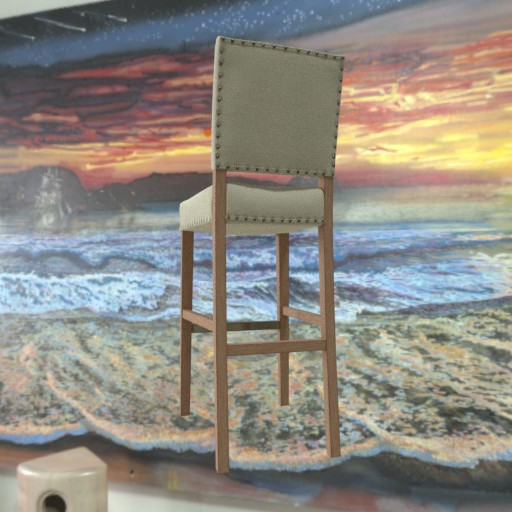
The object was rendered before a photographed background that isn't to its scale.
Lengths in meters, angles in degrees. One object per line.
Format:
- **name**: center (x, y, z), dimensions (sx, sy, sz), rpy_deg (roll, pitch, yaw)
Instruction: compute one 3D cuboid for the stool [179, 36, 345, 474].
- **stool**: center (0.000, 0.000, 1.439), dimensions (0.428, 1.143, 0.546), rpy_deg (0, -1, -18)
